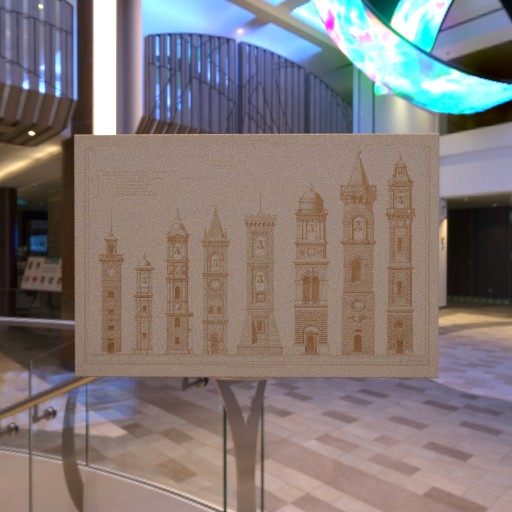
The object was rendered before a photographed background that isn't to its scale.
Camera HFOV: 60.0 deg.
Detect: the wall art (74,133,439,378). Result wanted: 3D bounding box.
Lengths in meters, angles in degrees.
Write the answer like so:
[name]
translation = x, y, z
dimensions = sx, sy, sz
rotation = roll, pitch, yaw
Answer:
[wall art]
translation = 0.000, 0.000, 0.761
dimensions = 0.609, 0.407, 0.039
rotation = 0, 0, 1
